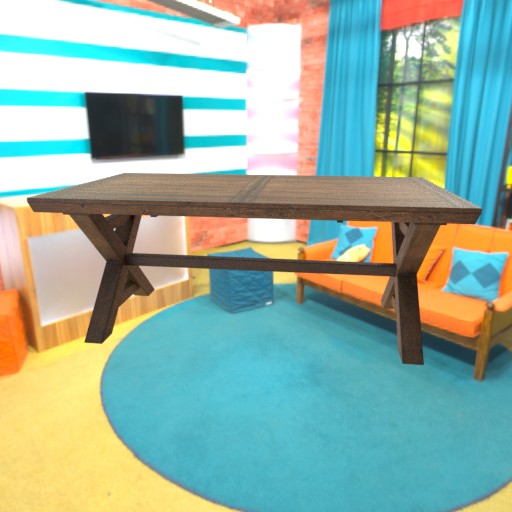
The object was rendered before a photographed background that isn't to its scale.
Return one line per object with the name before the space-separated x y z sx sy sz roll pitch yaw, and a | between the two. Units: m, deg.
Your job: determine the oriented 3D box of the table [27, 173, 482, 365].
table | 0.000 0.000 2.515 1.966 0.793 1.071 2 17 7
